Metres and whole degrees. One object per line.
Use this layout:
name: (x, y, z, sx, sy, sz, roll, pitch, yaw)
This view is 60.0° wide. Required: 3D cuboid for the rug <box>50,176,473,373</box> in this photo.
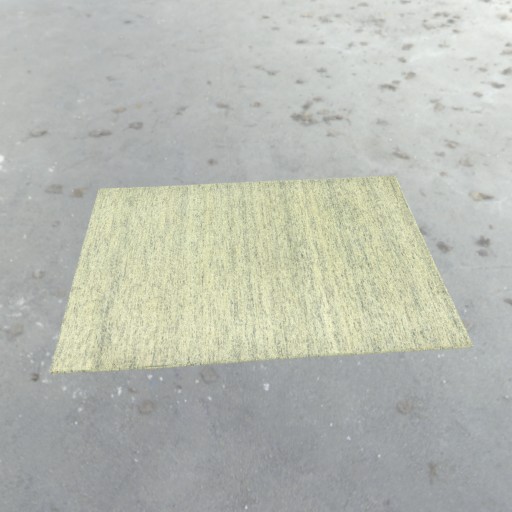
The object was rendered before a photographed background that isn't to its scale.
rug: (0.000, 0.000, 2.333, 1.846, 0.014, 1.243, -3, 48, -3)
